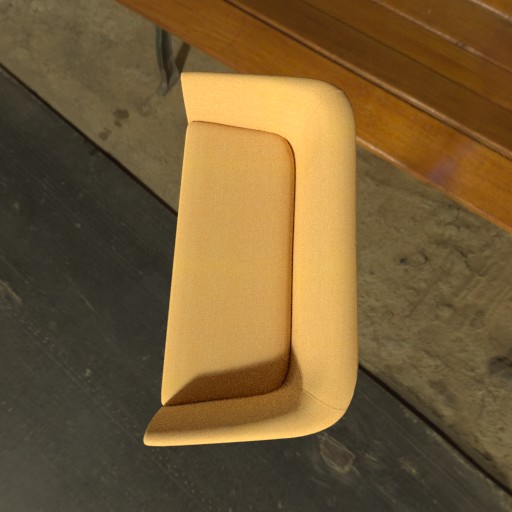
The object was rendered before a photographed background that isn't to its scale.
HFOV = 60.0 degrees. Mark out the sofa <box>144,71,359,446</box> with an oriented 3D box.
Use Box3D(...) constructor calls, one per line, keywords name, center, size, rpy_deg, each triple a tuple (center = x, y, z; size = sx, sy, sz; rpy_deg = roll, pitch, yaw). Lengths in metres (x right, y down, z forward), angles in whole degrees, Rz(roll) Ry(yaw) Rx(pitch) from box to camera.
Box3D(name="sofa", center=(0.000, 0.000, 1.865), size=(0.705, 0.721, 1.452), rpy_deg=(3, 76, 1))
